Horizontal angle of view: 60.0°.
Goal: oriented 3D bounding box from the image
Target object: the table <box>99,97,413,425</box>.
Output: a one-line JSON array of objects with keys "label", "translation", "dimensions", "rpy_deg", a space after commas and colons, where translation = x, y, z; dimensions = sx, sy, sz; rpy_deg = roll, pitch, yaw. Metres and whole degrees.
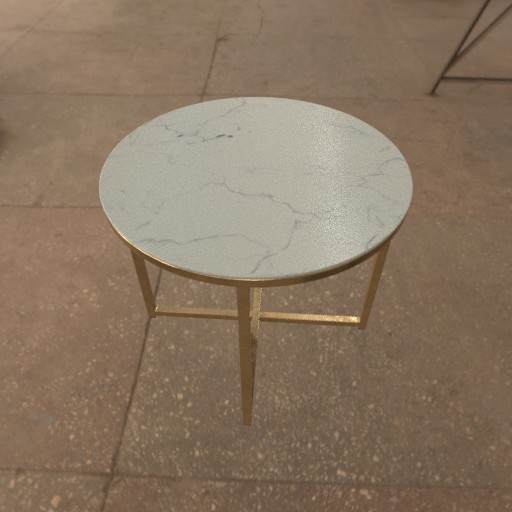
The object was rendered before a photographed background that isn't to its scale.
[{"label": "table", "translation": [0.000, 0.000, 0.874], "dimensions": [0.500, 0.420, 0.500], "rpy_deg": [0, 45, 0]}]
